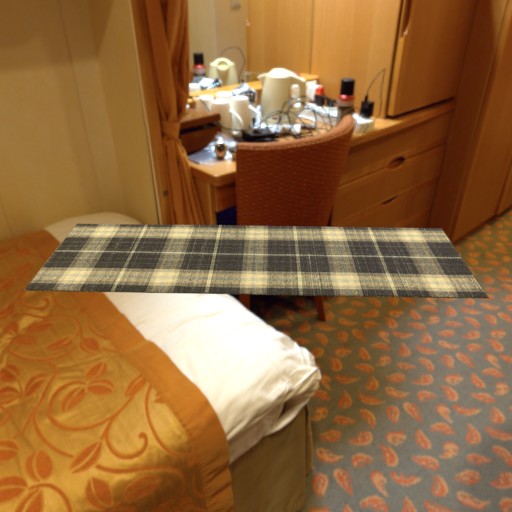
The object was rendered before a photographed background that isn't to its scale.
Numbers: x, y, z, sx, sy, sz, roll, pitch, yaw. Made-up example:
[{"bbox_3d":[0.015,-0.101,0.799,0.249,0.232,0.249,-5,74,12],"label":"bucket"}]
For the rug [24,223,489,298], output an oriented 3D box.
[{"bbox_3d":[0.000,0.000,2.632,2.434,0.012,0.760,1,32,1],"label":"rug"}]
